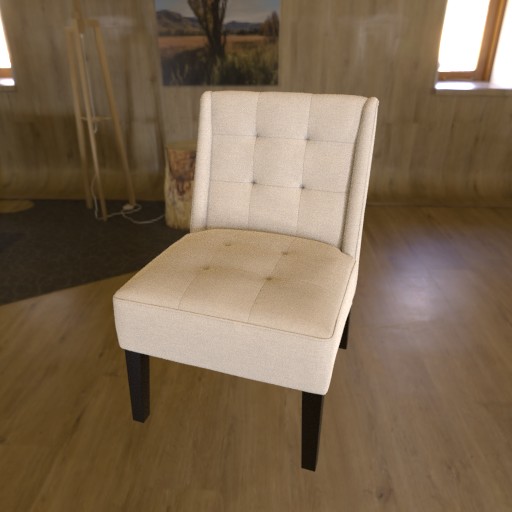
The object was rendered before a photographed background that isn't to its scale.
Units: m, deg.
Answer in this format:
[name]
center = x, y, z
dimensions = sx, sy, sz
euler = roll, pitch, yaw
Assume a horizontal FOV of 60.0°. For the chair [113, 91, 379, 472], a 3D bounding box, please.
[chair]
center = 0.000, 0.000, 1.303
dimensions = 0.569, 0.853, 0.676
euler = 8, 27, 17
